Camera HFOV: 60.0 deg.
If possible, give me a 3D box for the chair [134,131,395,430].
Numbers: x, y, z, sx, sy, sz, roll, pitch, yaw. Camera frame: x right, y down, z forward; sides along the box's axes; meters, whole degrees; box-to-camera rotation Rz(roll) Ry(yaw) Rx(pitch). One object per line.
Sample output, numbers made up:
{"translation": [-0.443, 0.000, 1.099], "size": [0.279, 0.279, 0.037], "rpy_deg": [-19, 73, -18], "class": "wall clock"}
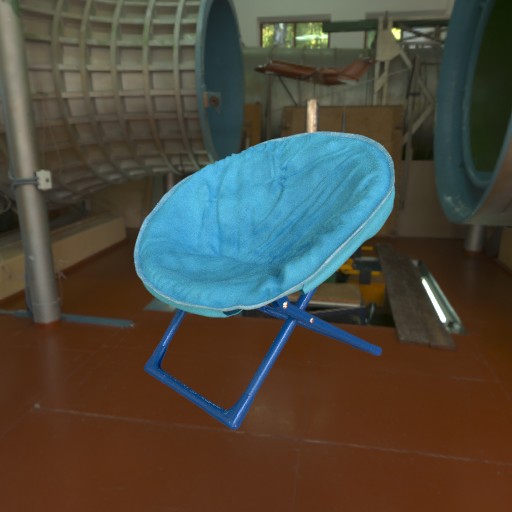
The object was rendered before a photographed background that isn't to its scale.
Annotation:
{"translation": [0.000, 0.000, 0.890], "size": [0.520, 0.478, 0.465], "rpy_deg": [15, 22, 42], "class": "chair"}
